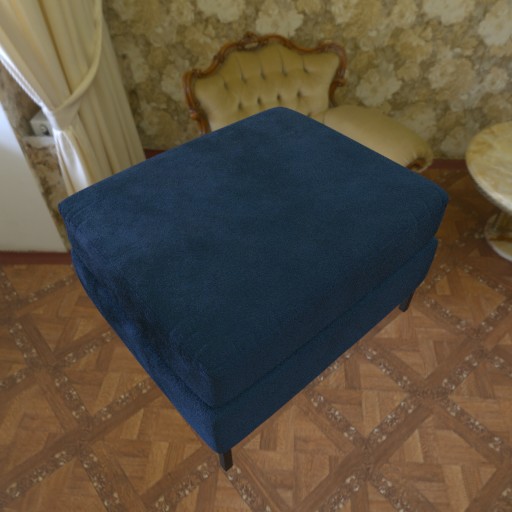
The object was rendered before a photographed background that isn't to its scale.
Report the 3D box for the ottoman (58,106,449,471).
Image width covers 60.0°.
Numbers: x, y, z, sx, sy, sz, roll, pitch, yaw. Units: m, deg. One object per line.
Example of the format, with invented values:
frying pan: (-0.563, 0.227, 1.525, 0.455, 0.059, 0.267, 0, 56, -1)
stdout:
ottoman: (0.000, 0.000, 1.206, 0.794, 0.485, 0.655, -32, 54, -28)
